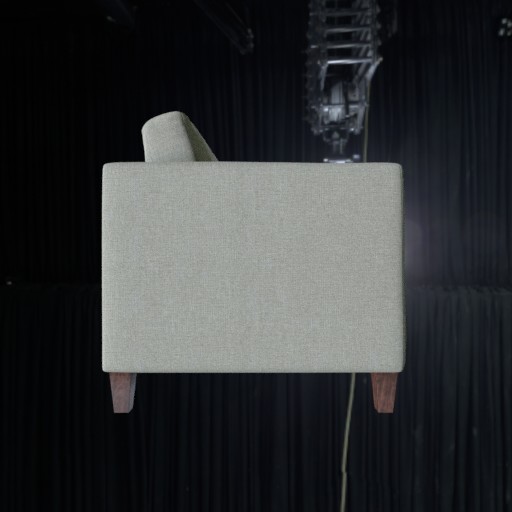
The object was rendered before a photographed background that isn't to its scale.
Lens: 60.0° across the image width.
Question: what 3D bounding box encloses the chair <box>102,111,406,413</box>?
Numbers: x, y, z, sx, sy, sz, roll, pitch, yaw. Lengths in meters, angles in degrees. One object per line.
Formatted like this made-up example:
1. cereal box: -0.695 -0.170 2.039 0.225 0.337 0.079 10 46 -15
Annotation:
1. chair: 0.000 0.000 1.857 0.959 0.963 1.107 0 0 0
